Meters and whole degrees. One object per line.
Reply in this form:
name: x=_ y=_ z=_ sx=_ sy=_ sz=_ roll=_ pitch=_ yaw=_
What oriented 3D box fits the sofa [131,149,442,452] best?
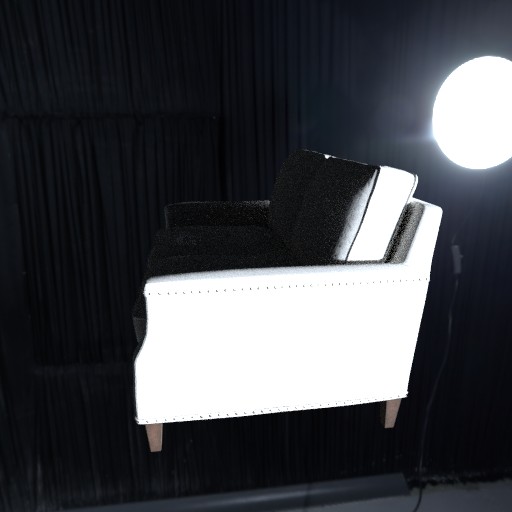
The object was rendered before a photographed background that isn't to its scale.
sofa: x=0.000 y=0.000 z=2.230 sx=1.084 sy=1.003 sz=1.597 roll=-2 pitch=16 yaw=-8
